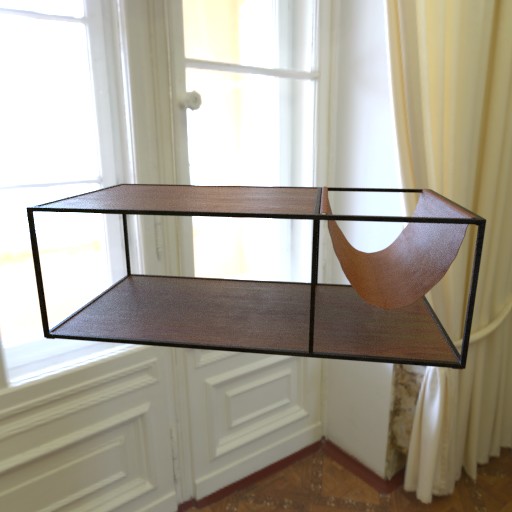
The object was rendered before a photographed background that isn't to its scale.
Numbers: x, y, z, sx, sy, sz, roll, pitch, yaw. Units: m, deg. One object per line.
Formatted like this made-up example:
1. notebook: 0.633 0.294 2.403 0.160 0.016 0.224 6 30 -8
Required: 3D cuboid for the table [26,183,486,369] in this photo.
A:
1. table: 0.000 0.000 1.477 1.199 0.403 0.597 2 16 8
